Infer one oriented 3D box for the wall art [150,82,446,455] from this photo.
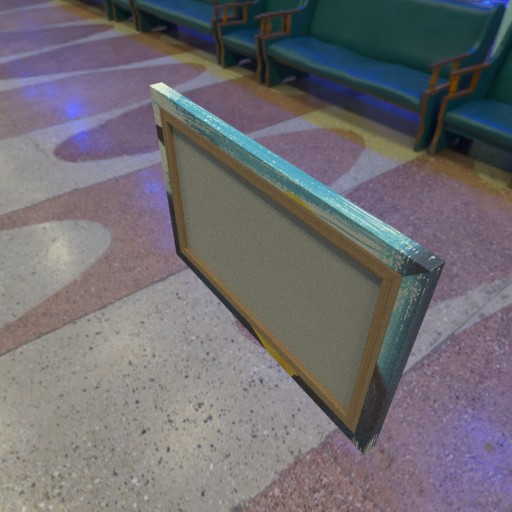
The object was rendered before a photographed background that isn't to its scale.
[{"bbox_3d":[0.000,0.000,1.141,0.039,0.610,0.914,-26,48,-27],"label":"wall art"}]
